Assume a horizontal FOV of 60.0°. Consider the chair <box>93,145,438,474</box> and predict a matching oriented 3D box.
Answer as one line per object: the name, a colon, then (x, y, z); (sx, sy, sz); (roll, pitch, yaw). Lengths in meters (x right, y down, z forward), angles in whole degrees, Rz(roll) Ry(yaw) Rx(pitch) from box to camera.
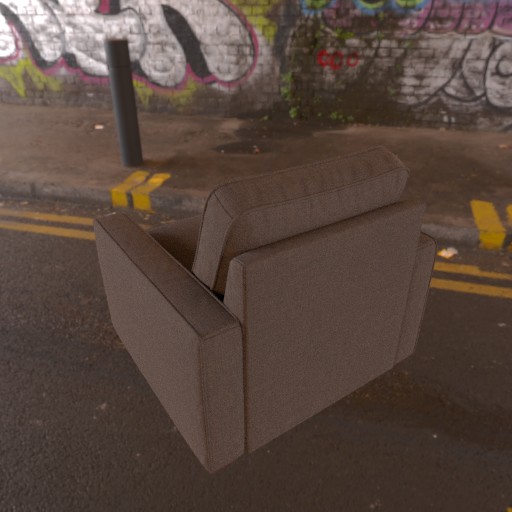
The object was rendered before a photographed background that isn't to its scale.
chair: (0.000, 0.000, 1.753); (1.017, 0.919, 0.940); (-19, 34, -30)
